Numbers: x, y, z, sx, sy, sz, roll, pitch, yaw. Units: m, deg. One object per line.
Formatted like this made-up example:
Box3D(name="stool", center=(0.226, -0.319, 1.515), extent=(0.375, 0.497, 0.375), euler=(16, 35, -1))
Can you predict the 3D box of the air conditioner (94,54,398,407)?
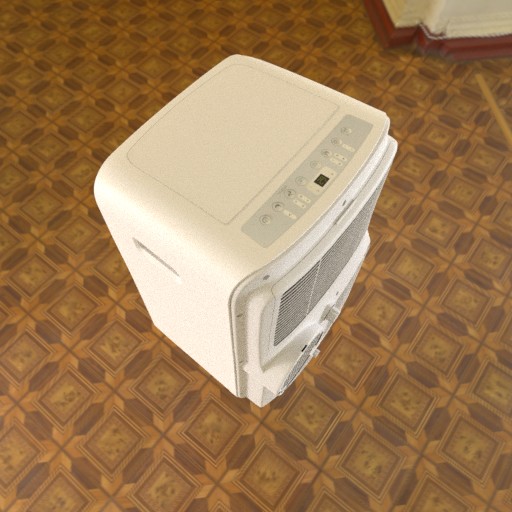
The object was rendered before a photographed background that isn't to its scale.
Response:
Box3D(name="air conditioner", center=(0.000, 0.000, 1.050), extent=(0.467, 0.765, 0.478), euler=(34, 66, 17))
